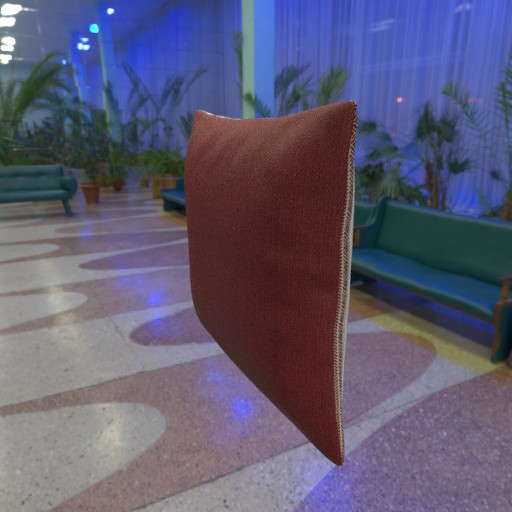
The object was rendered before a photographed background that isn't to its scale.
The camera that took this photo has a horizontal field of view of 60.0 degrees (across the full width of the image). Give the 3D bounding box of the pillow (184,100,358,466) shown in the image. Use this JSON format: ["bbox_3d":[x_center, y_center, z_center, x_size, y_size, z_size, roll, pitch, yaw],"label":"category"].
[{"bbox_3d":[0.000,0.000,0.777,0.166,0.497,0.513,-9,19,-26],"label":"pillow"}]
